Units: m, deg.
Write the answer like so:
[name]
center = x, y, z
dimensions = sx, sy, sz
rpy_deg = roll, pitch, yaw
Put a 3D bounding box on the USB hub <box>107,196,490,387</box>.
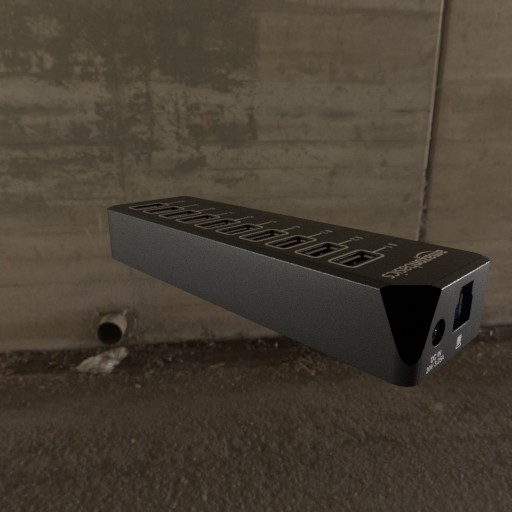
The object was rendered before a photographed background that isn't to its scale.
[USB hub]
center = 0.000, 0.000, 0.161
dimensions = 0.044, 0.023, 0.145
rpy_deg = -16, 23, -42
